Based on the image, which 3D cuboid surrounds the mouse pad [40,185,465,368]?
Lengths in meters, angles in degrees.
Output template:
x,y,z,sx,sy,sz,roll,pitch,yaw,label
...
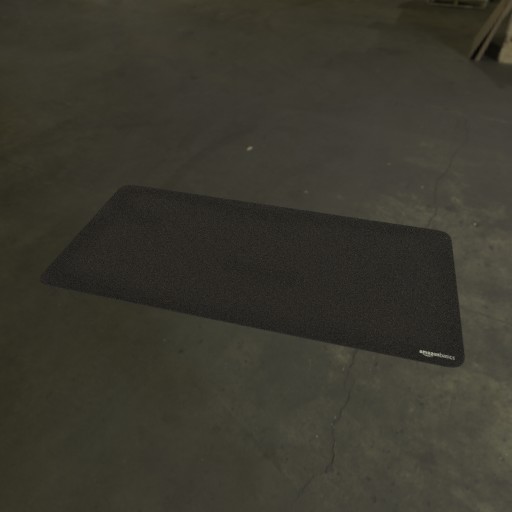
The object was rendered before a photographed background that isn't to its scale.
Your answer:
x,y,z,sx,sy,sz,roll,pitch,yaw,label
0.000,0.000,1.051,0.907,0.003,0.424,10,42,11,mouse pad
